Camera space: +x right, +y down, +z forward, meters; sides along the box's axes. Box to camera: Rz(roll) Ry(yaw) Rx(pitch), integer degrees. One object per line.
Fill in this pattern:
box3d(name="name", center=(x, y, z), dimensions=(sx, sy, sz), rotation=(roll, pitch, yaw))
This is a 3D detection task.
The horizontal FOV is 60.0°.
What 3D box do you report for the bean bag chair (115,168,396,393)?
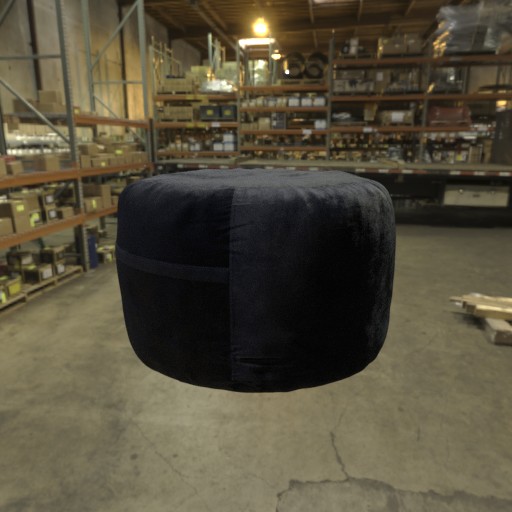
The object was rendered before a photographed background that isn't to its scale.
box3d(name="bean bag chair", center=(0.000, 0.000, 2.035), dimensions=(1.219, 0.762, 1.219), rotation=(0, 15, 0))
